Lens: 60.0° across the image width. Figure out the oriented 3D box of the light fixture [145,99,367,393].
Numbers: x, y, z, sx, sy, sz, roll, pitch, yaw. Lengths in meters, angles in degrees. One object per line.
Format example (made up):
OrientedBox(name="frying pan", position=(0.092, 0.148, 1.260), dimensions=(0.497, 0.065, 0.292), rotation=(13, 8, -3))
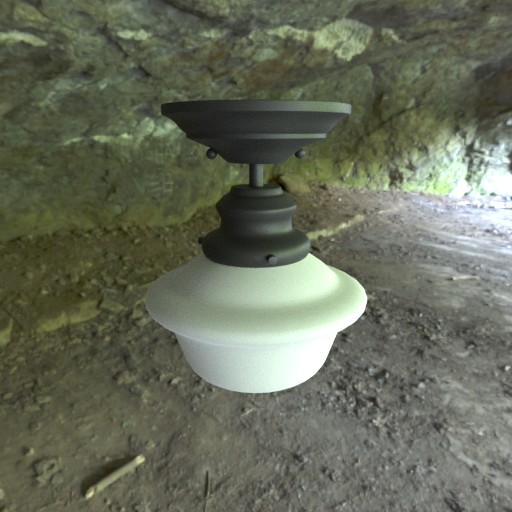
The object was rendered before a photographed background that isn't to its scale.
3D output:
OrientedBox(name="light fixture", position=(0.000, 0.000, 0.395), dimensions=(0.197, 0.254, 0.197), rotation=(0, 16, 0))
